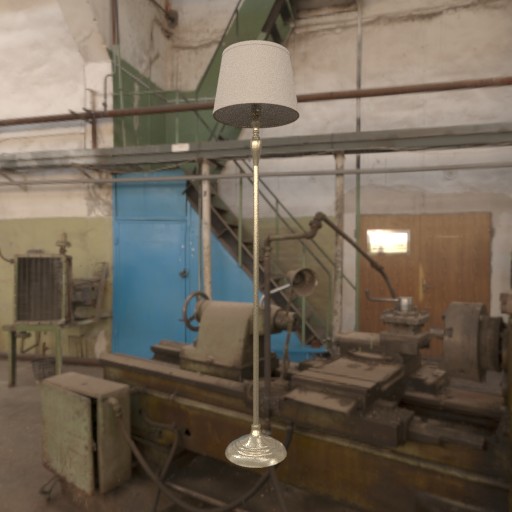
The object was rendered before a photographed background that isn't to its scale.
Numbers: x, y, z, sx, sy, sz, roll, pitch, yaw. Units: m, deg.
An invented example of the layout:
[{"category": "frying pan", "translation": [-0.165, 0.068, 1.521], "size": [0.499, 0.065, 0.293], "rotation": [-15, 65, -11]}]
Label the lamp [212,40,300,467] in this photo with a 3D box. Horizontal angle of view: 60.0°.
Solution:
[{"category": "lamp", "translation": [0.000, 0.000, 1.684], "size": [0.327, 1.506, 0.327], "rotation": [0, 1, 18]}]
